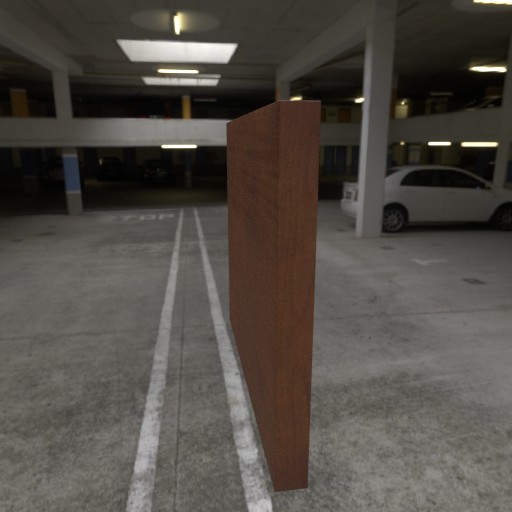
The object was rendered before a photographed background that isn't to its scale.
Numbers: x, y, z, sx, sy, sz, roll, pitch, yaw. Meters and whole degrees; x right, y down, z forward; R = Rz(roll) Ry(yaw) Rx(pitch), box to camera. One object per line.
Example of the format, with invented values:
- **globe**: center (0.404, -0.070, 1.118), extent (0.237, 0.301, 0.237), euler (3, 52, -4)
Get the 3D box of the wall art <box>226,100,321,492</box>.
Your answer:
- **wall art**: center (0.000, 0.000, 0.545), extent (0.030, 0.328, 0.401), euler (-2, 15, -9)
